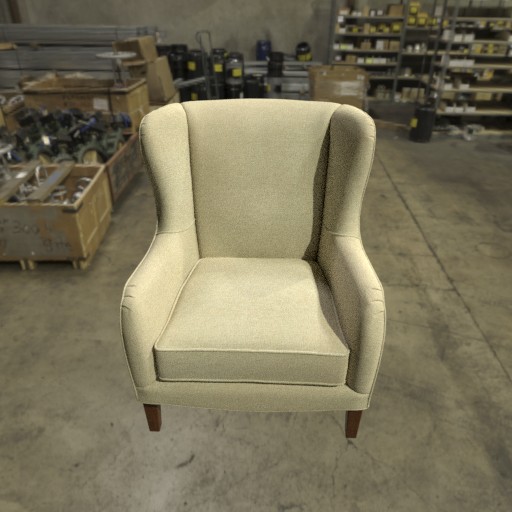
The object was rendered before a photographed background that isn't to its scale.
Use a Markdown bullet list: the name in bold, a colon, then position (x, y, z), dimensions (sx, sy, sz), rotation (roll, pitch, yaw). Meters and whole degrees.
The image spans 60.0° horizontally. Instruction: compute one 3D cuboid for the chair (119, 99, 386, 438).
- **chair**: position (0.000, 0.000, 1.744), dimensions (0.838, 1.040, 0.966), rotation (1, 30, 2)
